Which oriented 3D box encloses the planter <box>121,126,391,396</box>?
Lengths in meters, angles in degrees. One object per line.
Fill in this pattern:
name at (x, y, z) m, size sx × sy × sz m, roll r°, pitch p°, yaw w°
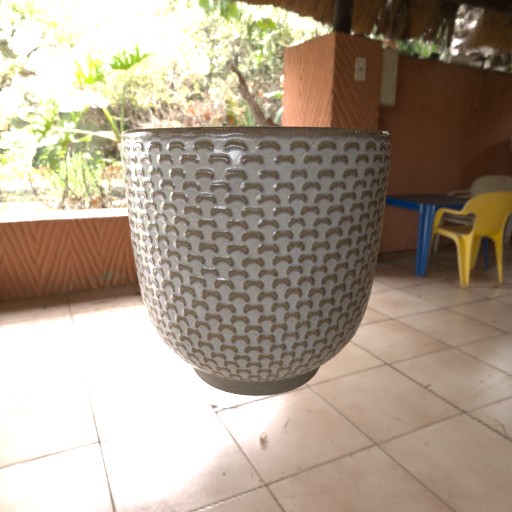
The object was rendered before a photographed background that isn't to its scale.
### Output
planter at (0.000, 0.000, 0.355) m, size 0.197 × 0.191 × 0.197 m, roll 0°, pitch 13°, yaw 0°
